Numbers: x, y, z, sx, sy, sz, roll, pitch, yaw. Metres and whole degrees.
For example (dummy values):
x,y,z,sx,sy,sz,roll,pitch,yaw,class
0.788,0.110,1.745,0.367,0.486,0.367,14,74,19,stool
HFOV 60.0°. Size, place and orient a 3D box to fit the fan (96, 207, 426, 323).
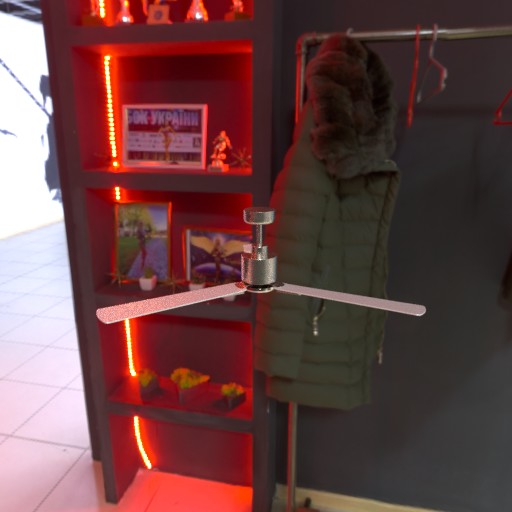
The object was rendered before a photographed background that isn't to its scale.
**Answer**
x,y,z,sx,sy,sz,roll,pitch,yaw,class
0.000,0.000,2.339,1.561,0.446,1.531,15,22,43,fan
